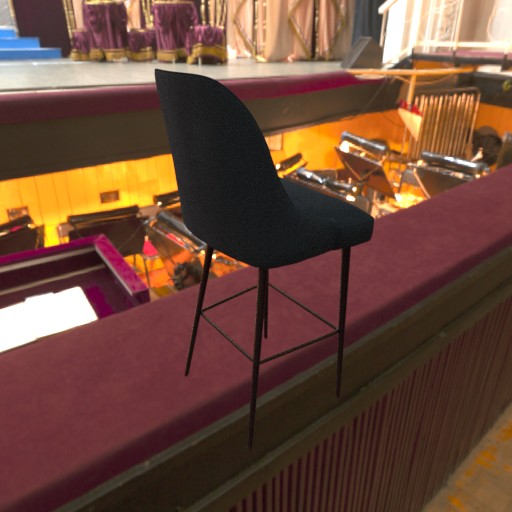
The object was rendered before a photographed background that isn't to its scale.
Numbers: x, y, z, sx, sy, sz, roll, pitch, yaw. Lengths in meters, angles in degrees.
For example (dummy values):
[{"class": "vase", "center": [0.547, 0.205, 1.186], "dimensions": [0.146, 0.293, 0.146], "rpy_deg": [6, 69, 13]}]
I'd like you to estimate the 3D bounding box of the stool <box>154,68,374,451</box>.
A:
[{"class": "stool", "center": [0.000, 0.000, 1.370], "dimensions": [0.489, 1.079, 0.527], "rpy_deg": [-18, 32, -32]}]
